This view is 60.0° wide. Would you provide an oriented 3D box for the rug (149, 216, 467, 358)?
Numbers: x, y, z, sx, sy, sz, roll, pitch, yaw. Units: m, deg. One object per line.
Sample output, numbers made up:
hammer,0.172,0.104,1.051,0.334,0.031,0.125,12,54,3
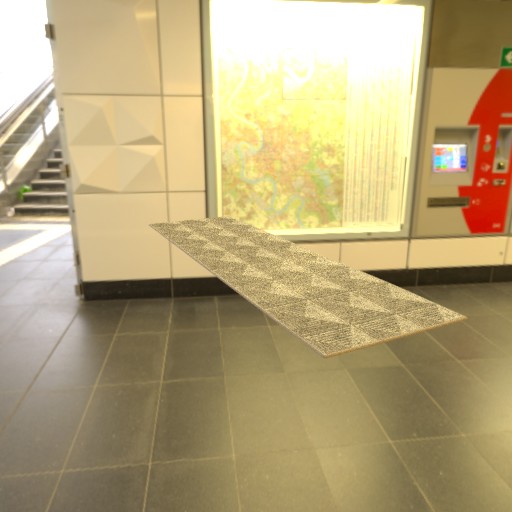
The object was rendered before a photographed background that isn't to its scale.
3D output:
rug,0.000,0.000,2.409,0.645,0.015,2.182,-8,18,-26
